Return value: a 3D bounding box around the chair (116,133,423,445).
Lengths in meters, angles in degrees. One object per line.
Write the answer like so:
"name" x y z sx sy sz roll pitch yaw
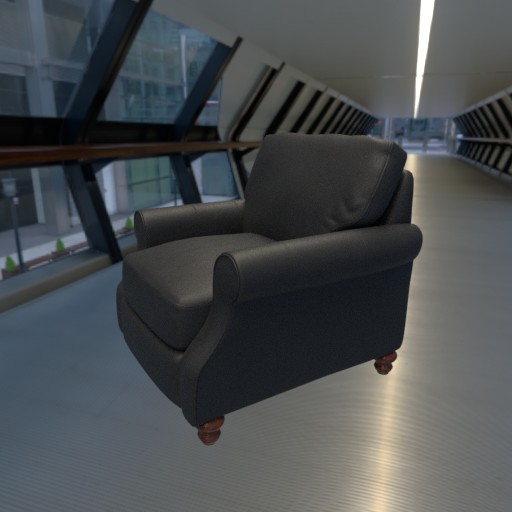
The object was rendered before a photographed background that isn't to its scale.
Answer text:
"chair" 0.000 0.000 1.802 1.027 0.960 1.015 -8 18 -26
